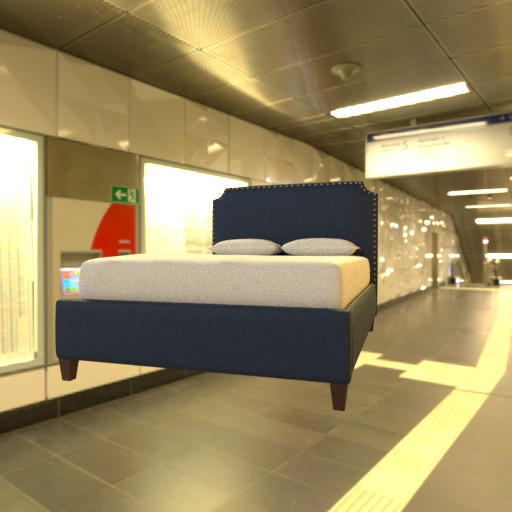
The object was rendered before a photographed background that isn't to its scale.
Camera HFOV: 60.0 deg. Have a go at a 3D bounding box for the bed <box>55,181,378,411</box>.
[{"bbox_3d":[0.000,0.000,3.419,1.712,1.443,2.372,0,0,18],"label":"bed"}]
